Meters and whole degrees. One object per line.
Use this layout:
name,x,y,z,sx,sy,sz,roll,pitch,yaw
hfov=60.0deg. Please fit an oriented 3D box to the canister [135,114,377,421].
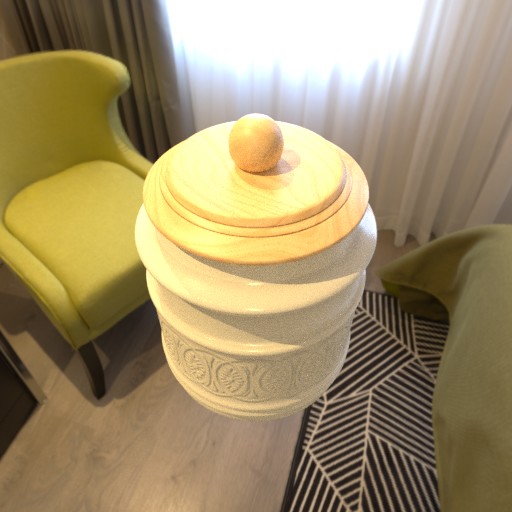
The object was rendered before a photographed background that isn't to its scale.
canister,0.000,0.000,0.262,0.130,0.176,0.130,0,45,0
